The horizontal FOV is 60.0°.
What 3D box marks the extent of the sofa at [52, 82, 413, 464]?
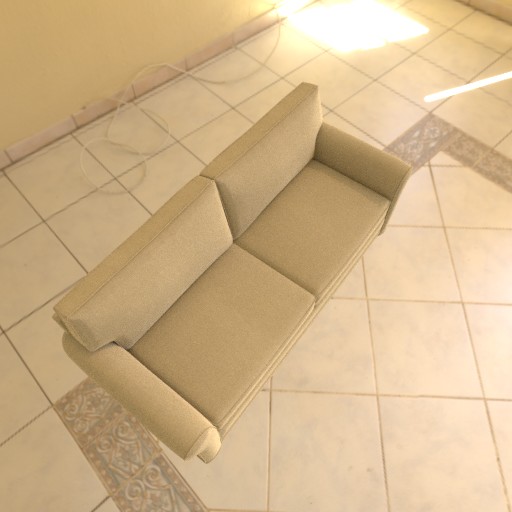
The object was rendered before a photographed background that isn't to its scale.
[{"bbox_3d":[0.000,0.000,2.589,0.901,0.962,2.146,33,64,19],"label":"sofa"}]
